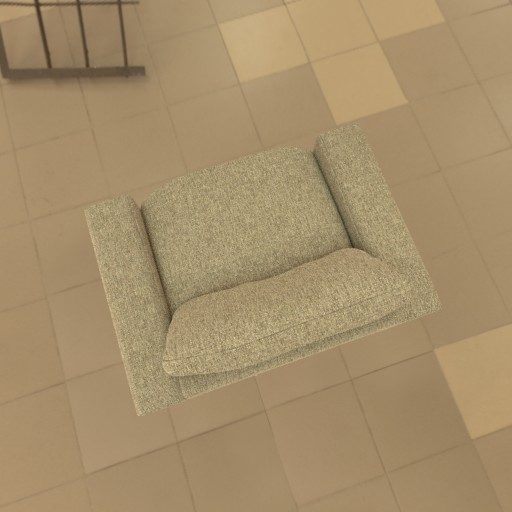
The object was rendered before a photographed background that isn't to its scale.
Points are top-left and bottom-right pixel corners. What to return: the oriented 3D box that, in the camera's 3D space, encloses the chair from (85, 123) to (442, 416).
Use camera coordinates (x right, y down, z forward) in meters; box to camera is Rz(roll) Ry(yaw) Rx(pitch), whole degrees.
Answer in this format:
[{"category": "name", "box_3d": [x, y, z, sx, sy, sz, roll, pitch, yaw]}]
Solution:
[{"category": "chair", "box_3d": [0.000, 0.000, 2.113, 1.398, 0.915, 1.039, -18, 76, -5]}]
